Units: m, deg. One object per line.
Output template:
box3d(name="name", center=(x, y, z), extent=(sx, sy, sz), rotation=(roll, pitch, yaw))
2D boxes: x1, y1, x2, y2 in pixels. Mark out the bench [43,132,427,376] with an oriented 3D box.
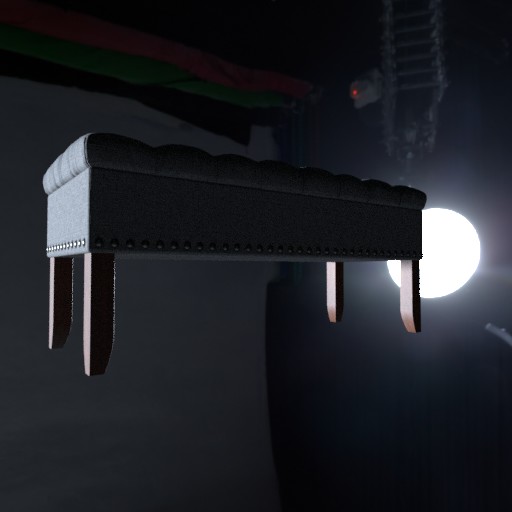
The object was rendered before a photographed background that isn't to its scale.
box3d(name="bench", center=(0.000, 0.000, 1.265), extent=(1.052, 0.470, 0.417), rotation=(1, -2, -35))
